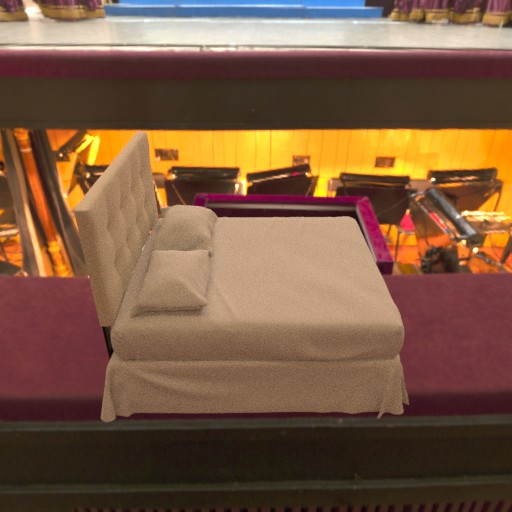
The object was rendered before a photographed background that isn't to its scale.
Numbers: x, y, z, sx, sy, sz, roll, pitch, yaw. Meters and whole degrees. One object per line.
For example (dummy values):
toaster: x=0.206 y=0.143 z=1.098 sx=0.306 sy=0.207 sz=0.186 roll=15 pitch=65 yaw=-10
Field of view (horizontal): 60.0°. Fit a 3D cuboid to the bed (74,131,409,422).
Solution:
bed: x=0.000 y=0.000 z=3.554 sx=2.222 sy=1.577 sz=1.936 roll=0 pitch=31 yaw=0
